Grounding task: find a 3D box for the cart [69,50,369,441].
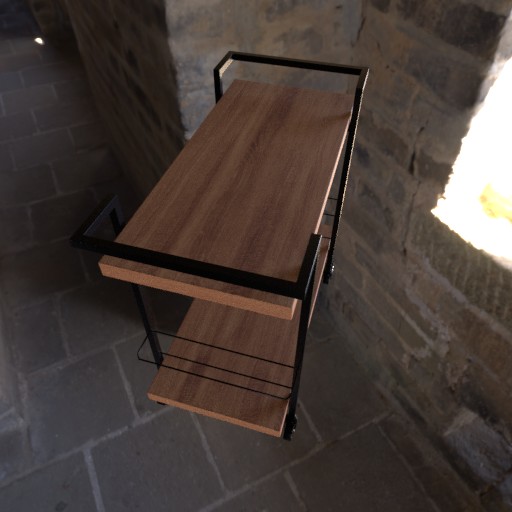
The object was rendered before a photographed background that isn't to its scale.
[{"bbox_3d":[0.000,0.000,1.227,0.406,0.762,0.806,12,47,11],"label":"cart"}]
